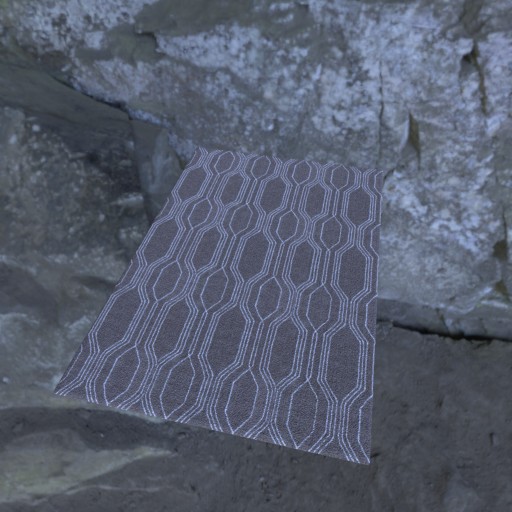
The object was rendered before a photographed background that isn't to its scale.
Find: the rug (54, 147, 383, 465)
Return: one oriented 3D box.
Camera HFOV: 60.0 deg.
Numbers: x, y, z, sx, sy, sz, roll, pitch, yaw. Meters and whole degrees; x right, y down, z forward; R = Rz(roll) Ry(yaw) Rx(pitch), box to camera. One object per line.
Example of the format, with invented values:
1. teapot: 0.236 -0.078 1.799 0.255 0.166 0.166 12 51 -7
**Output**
1. rug: 0.000 0.000 2.286 1.239 0.012 1.836 9 46 9
